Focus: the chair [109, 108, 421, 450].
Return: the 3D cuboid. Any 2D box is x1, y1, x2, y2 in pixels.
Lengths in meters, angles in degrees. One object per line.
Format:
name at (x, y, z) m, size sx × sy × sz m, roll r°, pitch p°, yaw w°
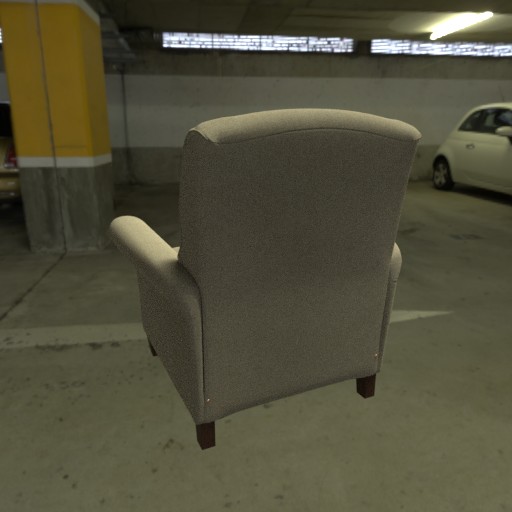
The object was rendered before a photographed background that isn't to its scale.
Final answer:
chair at (0.000, 0.000, 1.736) m, size 0.978 × 1.061 × 0.905 m, roll -7°, pitch 17°, yaw -25°
